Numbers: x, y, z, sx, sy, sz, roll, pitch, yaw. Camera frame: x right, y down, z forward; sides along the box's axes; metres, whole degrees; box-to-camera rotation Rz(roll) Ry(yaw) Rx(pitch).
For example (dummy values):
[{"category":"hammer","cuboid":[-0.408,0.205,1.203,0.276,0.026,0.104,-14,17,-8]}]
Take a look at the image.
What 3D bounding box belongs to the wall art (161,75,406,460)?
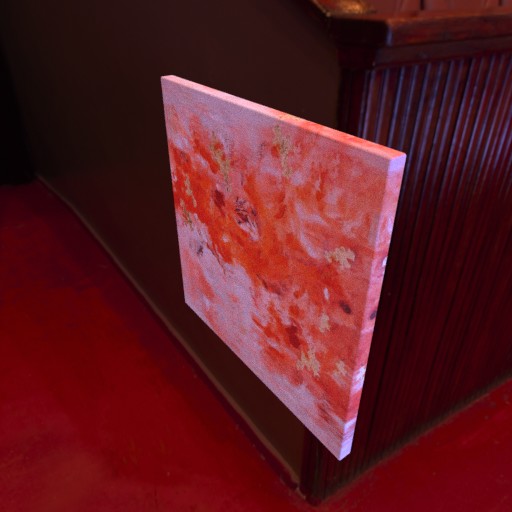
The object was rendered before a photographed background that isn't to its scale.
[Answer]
[{"category":"wall art","cuboid":[0.000,0.000,1.114,0.064,0.746,0.747,-22,39,-30]}]
